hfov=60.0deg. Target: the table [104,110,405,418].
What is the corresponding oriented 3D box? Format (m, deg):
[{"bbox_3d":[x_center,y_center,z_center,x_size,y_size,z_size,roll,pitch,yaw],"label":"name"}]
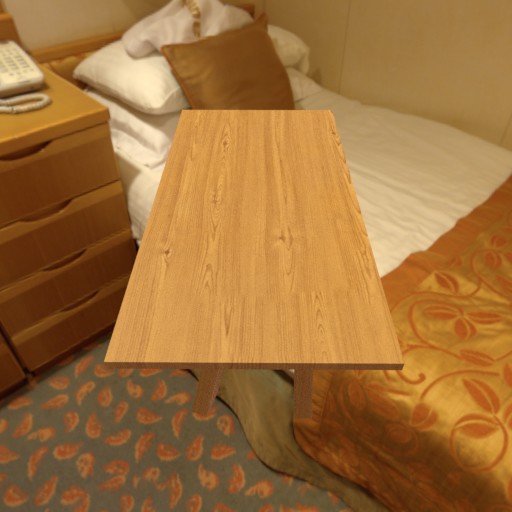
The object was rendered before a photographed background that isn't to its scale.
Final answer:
[{"bbox_3d":[0.000,0.000,2.244,0.901,0.750,1.797,0,42,0],"label":"table"}]
